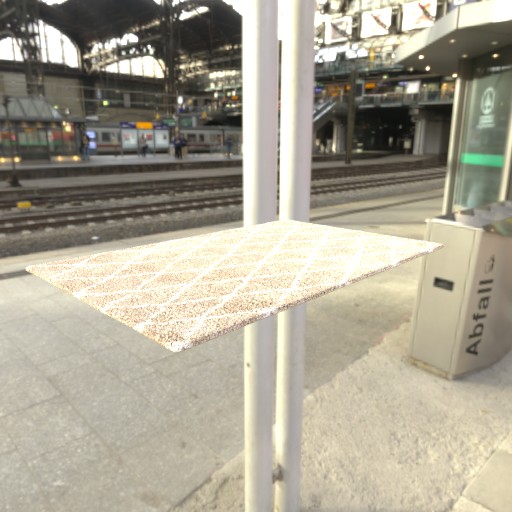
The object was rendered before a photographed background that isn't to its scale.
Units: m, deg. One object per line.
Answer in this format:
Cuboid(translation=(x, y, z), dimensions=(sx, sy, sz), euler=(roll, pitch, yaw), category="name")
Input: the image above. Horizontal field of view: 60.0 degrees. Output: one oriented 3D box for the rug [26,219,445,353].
Cuboid(translation=(0.000, 0.000, 3.396), dimensions=(1.778, 0.030, 2.743), euler=(14, 20, 43), category="rug")
